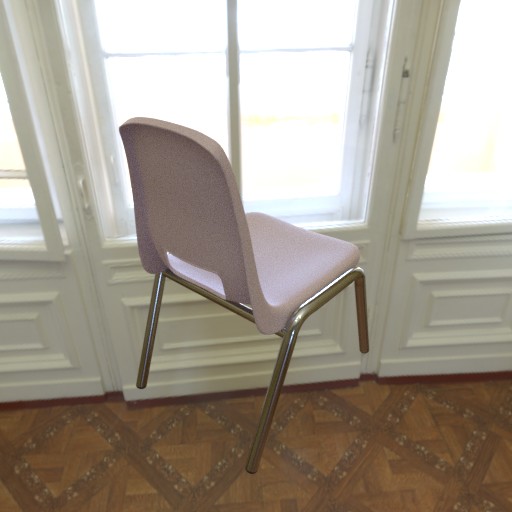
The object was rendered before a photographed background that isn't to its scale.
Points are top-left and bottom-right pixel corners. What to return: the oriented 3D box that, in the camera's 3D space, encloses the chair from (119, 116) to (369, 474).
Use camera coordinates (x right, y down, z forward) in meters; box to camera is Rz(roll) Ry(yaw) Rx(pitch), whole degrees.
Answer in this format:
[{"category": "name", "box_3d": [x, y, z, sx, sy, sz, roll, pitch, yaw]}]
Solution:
[{"category": "chair", "box_3d": [0.000, 0.000, 0.854, 0.354, 0.586, 0.423, 23, 37, 33]}]
